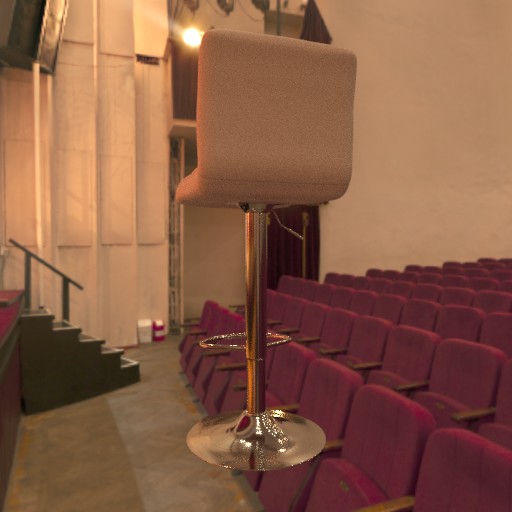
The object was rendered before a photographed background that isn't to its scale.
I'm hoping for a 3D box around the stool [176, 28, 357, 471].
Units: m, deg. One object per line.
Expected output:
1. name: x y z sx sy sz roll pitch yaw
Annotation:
1. stool: 0.000 0.000 1.350 0.430 1.115 0.505 0 1 -18
